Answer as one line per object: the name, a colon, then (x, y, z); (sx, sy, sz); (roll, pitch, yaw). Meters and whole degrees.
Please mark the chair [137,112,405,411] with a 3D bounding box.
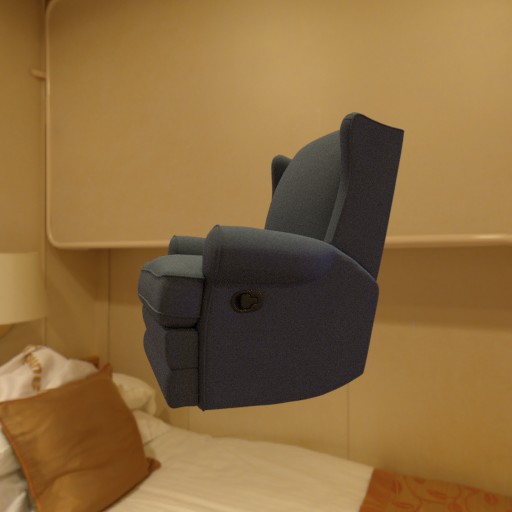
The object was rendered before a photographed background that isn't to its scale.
chair: (0.000, 0.000, 1.778); (0.877, 1.020, 0.971); (0, 0, -19)
